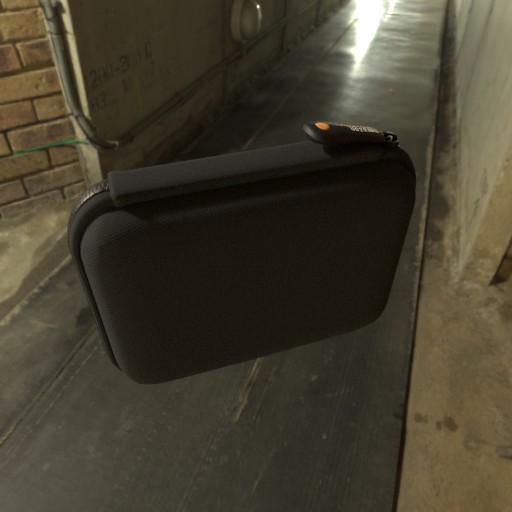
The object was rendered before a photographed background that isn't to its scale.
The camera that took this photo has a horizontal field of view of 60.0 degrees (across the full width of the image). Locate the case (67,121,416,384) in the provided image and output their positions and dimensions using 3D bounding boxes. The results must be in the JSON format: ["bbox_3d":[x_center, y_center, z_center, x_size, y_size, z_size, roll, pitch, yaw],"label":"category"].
[{"bbox_3d":[0.000,0.000,0.178,0.132,0.105,0.038,-12,42,-14],"label":"case"}]
